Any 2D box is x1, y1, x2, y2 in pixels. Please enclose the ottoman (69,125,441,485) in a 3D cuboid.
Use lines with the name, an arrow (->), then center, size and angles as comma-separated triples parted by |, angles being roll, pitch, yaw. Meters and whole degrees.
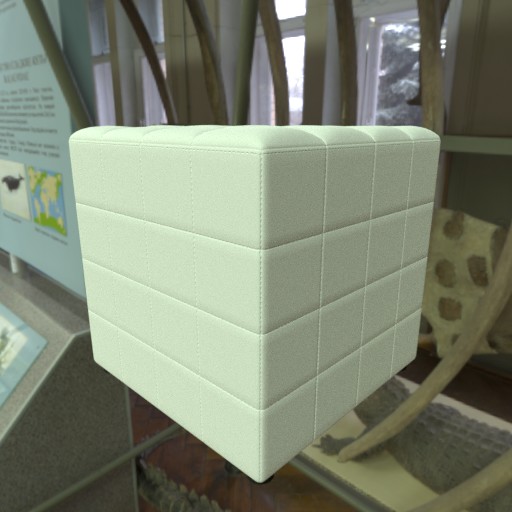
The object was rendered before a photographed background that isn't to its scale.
ottoman -> 0.000, 0.000, 0.763 | 0.425, 0.432, 0.425 | 15, 22, 42
